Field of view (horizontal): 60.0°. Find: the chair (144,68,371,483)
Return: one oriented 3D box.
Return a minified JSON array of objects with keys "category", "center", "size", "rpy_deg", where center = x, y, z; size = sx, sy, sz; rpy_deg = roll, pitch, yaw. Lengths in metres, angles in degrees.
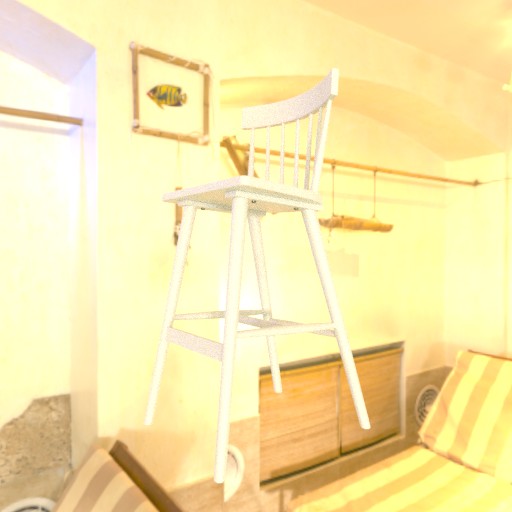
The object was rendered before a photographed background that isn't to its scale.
[{"category":"chair","center":[0.000,0.000,1.410],"size":[0.572,1.092,0.483],"rpy_deg":[-1,1,-36]}]
